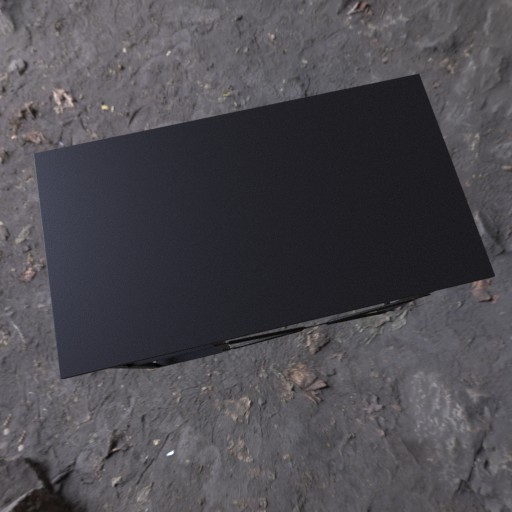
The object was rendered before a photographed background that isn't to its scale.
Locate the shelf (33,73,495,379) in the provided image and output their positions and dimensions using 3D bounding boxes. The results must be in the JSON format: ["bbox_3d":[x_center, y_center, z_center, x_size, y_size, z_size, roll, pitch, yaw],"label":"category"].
[{"bbox_3d":[0.000,0.000,1.314,0.902,0.749,0.498,-13,76,-3],"label":"shelf"}]
